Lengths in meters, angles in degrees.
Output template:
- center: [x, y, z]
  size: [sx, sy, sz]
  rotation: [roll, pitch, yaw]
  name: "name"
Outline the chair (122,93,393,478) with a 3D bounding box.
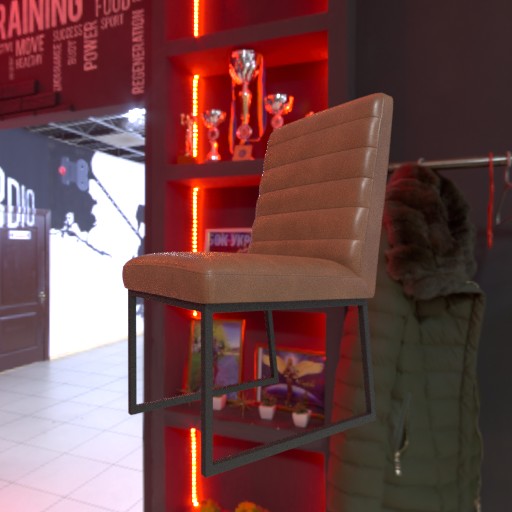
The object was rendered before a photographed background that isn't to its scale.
- center: [0.000, 0.000, 1.291]
  size: [0.634, 0.930, 0.520]
  rotation: [0, 1, -36]
  name: "chair"
